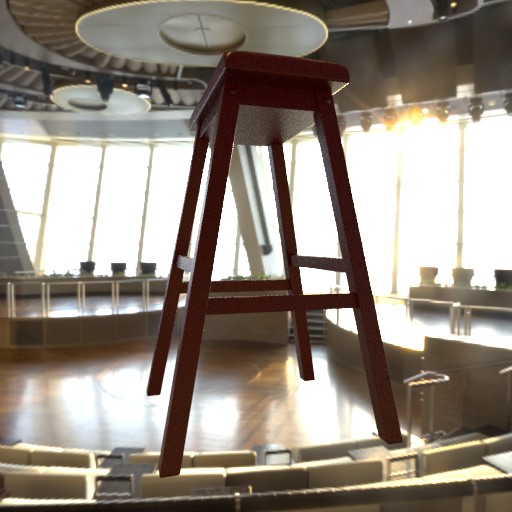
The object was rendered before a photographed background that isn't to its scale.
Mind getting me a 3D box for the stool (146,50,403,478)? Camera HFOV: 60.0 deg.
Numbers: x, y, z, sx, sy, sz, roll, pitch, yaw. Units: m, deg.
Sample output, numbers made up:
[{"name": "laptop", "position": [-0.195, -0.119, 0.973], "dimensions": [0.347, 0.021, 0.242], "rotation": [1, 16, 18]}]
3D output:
[{"name": "stool", "position": [0.000, 0.000, 1.026], "dimensions": [0.476, 0.737, 0.457], "rotation": [0, 1, -17]}]
